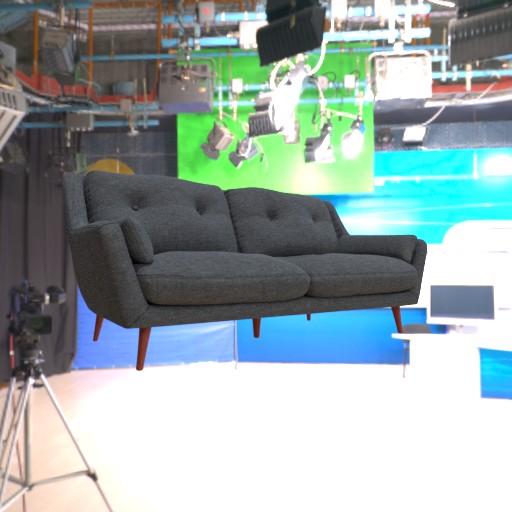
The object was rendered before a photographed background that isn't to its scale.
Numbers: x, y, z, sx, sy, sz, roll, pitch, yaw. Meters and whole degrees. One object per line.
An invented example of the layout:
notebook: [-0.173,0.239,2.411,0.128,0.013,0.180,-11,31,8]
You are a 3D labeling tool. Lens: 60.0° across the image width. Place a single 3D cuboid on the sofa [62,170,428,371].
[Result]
sofa: [0.000,0.000,2.437,1.929,0.896,0.975,1,-1,-35]
